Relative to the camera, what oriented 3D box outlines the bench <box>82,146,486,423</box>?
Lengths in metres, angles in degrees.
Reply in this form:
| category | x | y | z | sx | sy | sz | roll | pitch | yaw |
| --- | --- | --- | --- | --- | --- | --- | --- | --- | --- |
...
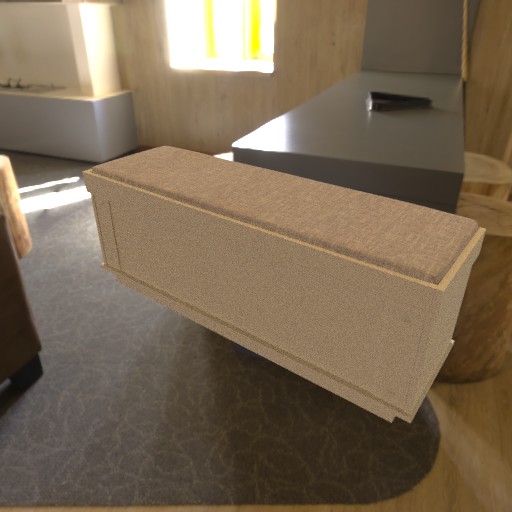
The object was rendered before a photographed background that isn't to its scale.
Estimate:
| category | x | y | z | sx | sy | sz | roll | pitch | yaw |
| --- | --- | --- | --- | --- | --- | --- | --- | --- | --- |
| bench | 0.000 | 0.000 | 1.412 | 1.196 | 0.453 | 0.363 | 20 | 35 | 32 |
